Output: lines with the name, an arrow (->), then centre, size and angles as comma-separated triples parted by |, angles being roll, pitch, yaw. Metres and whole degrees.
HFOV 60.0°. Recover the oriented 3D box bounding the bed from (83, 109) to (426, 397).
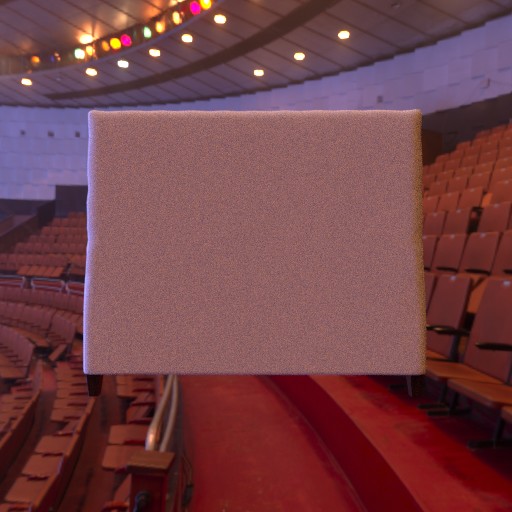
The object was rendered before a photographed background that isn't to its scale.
bed -> 0.000, 0.000, 3.355 | 1.698, 1.427, 2.387 | 0, -1, 0
